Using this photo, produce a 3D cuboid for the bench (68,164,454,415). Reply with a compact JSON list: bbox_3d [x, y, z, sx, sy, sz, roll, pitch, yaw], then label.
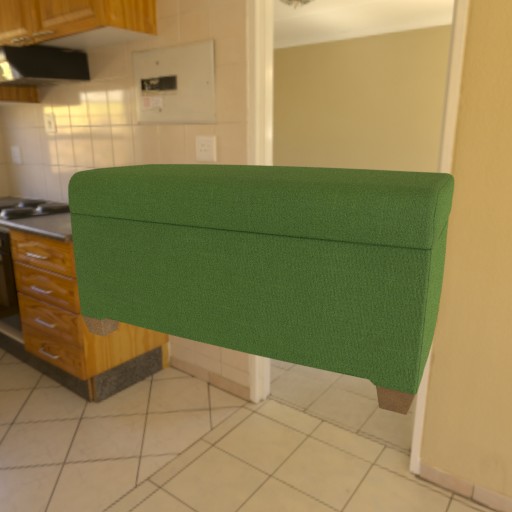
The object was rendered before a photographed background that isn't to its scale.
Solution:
[{"bbox_3d":[0.000,0.000,1.273,0.989,0.501,0.505,7,17,26],"label":"bench"}]
